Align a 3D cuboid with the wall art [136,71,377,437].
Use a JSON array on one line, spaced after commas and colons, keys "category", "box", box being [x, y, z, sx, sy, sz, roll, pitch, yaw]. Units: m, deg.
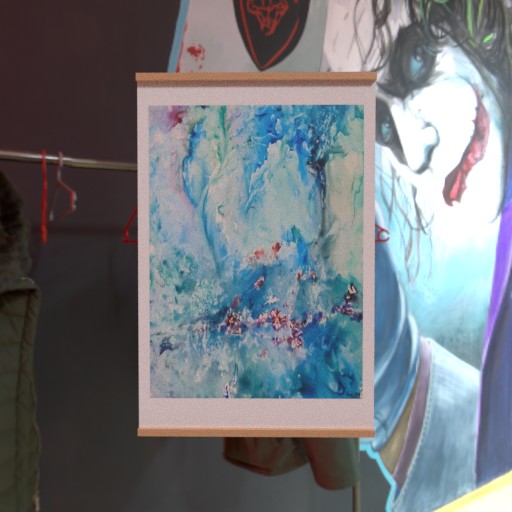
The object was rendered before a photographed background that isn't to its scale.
[{"category": "wall art", "box": [0.000, 0.000, 1.856, 0.991, 1.510, 0.040, 0, 1, 1]}]
